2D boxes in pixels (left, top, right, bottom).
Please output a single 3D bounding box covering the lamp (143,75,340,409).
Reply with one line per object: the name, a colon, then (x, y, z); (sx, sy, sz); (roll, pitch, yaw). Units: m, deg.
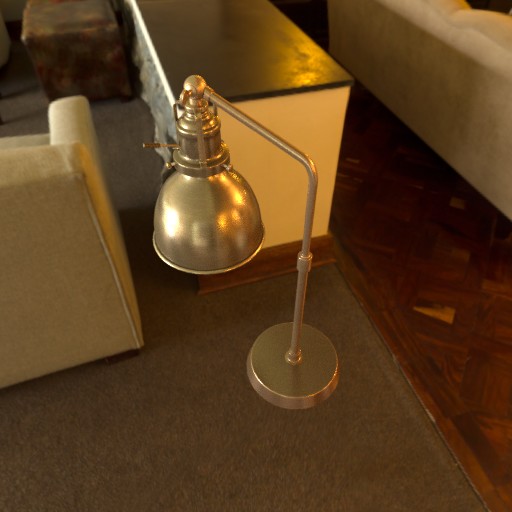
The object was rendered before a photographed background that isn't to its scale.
lamp: (0.000, 0.000, 0.586); (0.286, 0.456, 0.153); (17, 47, 16)
